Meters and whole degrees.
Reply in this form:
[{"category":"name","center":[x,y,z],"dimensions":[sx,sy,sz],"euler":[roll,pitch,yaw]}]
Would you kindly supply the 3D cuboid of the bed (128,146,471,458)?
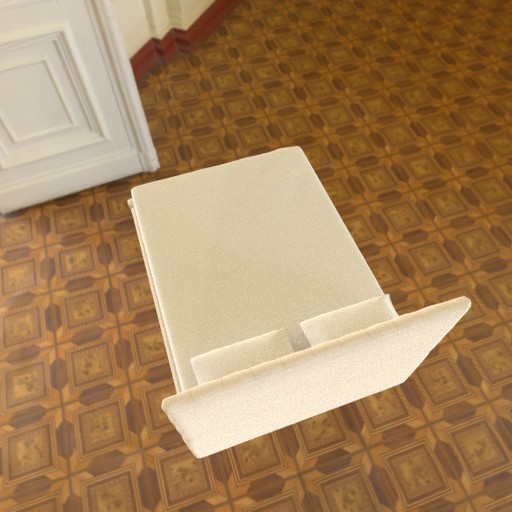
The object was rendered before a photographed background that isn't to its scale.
[{"category":"bed","center":[0.000,0.000,3.350],"dimensions":[1.696,1.426,2.233],"euler":[-16,59,-10]}]
